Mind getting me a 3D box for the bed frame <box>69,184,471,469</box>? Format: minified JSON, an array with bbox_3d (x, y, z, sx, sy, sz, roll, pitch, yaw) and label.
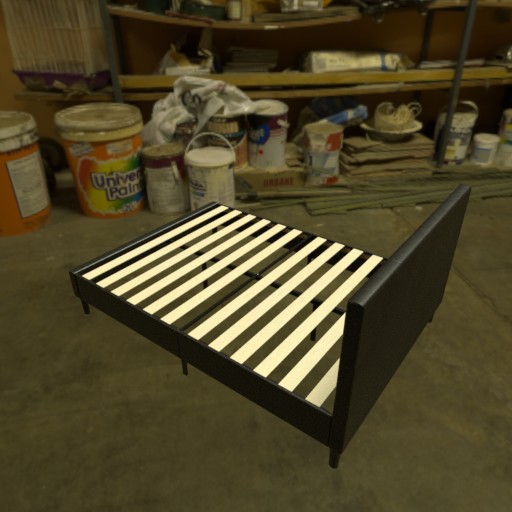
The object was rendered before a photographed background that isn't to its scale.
[{"bbox_3d":[0.000,0.000,3.222,2.318,1.127,1.634,21,36,31],"label":"bed frame"}]
